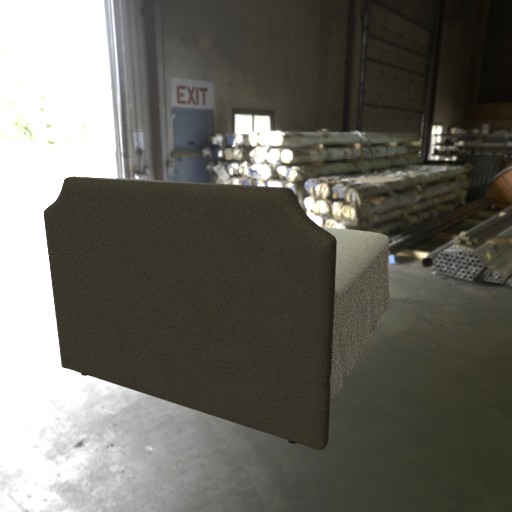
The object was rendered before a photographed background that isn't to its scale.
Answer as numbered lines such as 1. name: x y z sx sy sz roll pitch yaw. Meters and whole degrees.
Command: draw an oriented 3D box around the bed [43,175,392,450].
1. bed: 0.000 0.000 3.317 1.831 1.297 2.181 8 17 26
